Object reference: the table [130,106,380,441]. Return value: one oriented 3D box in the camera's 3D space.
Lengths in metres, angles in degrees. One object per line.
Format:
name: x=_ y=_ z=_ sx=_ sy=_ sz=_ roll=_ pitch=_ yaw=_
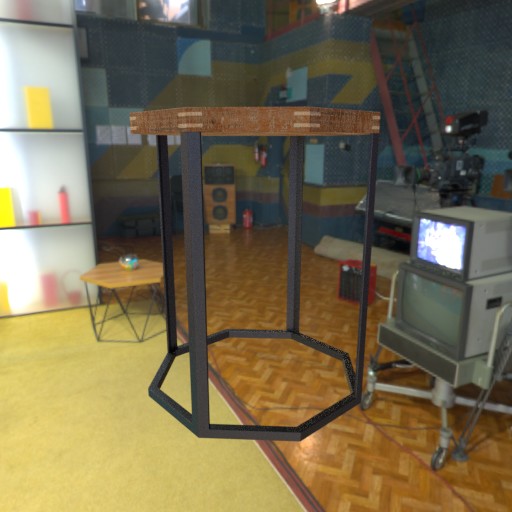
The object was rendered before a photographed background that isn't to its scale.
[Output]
table: x=0.000 y=0.000 z=0.898 sx=0.458 sy=0.543 sz=0.458 roll=7 pitch=16 yaw=25
